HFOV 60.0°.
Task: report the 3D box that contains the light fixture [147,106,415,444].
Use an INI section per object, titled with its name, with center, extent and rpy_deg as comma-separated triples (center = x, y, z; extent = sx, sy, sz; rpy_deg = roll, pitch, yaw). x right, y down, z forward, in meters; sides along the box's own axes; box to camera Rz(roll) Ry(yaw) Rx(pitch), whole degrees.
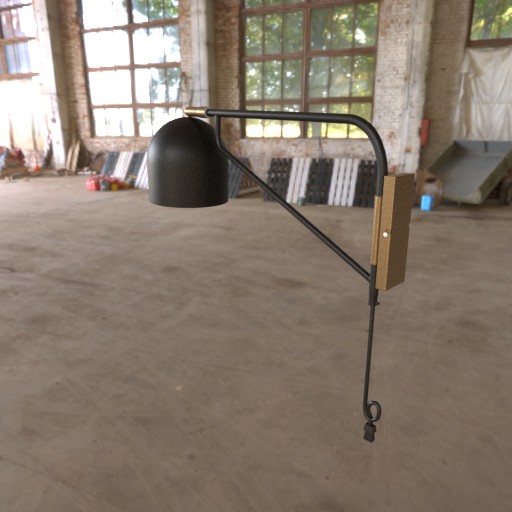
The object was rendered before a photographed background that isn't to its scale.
[light fixture]
center = 0.000, 0.000, 1.068
extent = 0.720, 0.696, 0.215
rpy_deg = 15, 22, 42
